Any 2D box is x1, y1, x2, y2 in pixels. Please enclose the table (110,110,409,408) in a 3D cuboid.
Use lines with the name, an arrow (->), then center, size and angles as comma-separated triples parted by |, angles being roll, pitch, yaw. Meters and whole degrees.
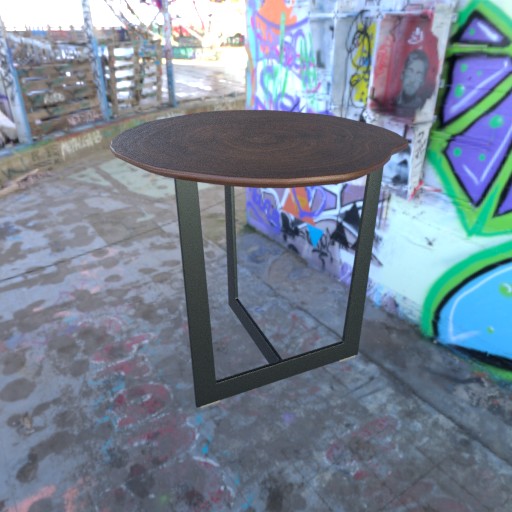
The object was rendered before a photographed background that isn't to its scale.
table -> 0.000, 0.000, 0.883 | 0.477, 0.476, 0.494 | -18, 33, -30
